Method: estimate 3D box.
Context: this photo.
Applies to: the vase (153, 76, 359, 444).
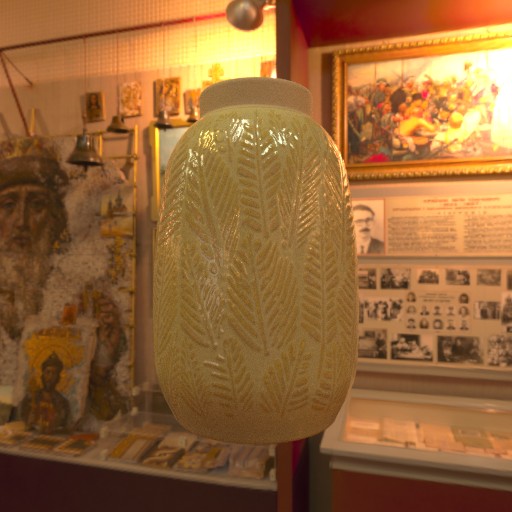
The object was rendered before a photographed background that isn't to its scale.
[{"bbox_3d":[0.000,0.000,0.380,0.172,0.270,0.172,0,0,0],"label":"vase"}]
